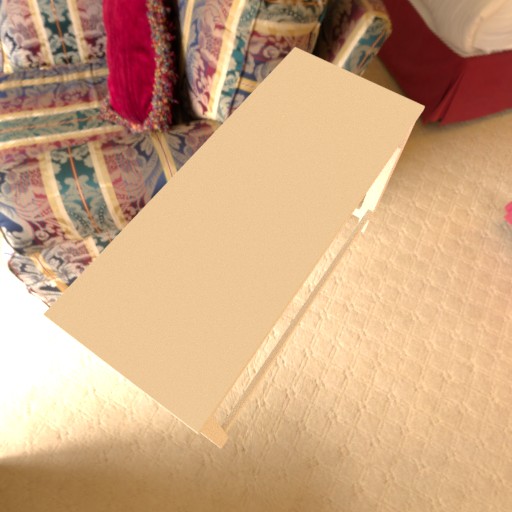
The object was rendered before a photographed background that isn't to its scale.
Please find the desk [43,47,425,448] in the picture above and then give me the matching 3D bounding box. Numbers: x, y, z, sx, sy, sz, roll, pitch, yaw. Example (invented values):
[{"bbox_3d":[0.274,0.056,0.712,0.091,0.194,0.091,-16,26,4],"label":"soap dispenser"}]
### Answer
[{"bbox_3d":[0.000,0.000,1.611,0.504,0.762,1.191,32,68,15],"label":"desk"}]
